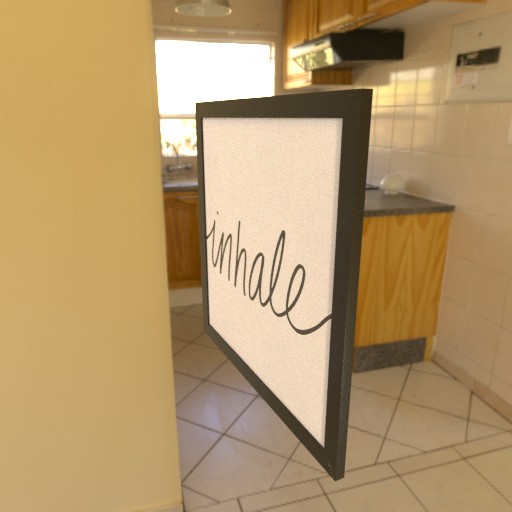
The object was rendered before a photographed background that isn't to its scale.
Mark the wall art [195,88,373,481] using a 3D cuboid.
[{"bbox_3d":[0.000,0.000,0.660,0.014,0.445,0.446,-9,19,-26],"label":"wall art"}]
